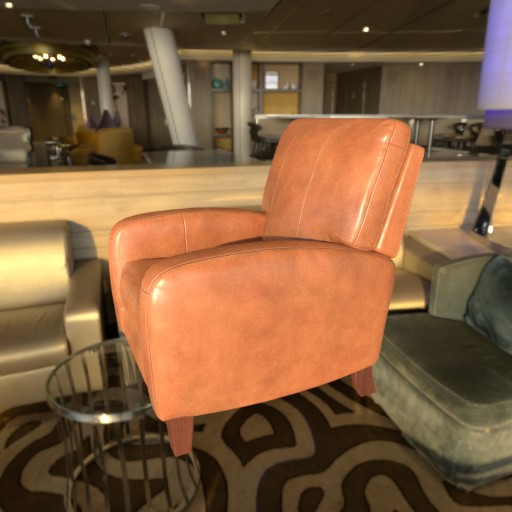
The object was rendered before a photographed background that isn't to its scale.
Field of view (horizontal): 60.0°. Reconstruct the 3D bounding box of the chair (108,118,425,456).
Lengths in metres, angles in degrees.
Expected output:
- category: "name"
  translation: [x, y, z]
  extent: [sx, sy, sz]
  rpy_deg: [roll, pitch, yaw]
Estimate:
- category: "chair"
  translation: [0.000, 0.000, 1.666]
  extent: [0.990, 0.990, 0.762]
  rpy_deg: [-8, 19, -24]
